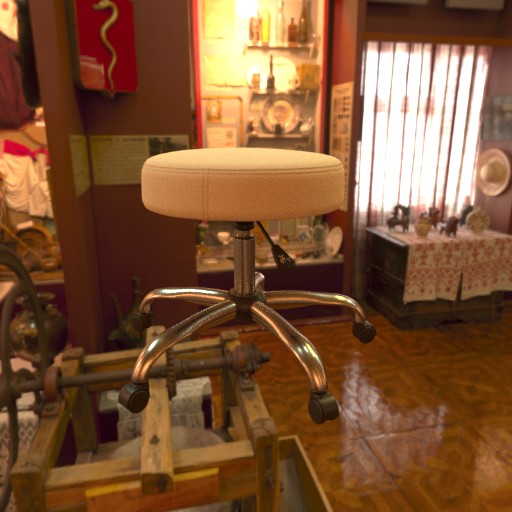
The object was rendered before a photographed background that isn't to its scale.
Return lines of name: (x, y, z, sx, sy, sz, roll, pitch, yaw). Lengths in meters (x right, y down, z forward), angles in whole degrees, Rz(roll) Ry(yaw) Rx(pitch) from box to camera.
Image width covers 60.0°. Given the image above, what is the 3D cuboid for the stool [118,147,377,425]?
stool: (0.000, 0.000, 1.016, 0.614, 0.482, 0.634, -3, 16, -11)
